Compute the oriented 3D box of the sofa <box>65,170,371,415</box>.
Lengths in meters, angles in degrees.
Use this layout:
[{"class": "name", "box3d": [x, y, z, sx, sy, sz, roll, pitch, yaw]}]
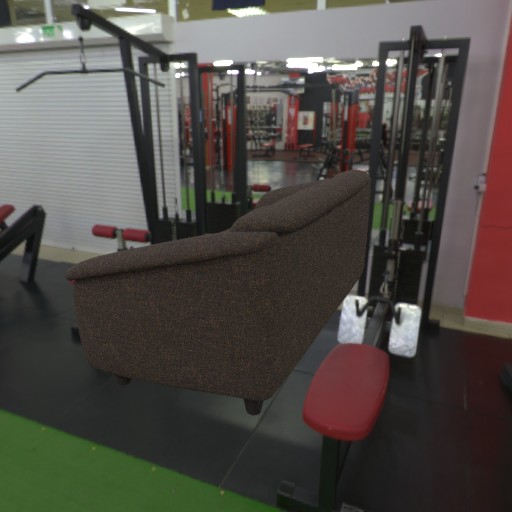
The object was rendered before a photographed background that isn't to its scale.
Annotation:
[{"class": "sofa", "box3d": [0.000, 0.000, 2.333, 0.887, 0.790, 1.849, 8, 20, 24]}]
